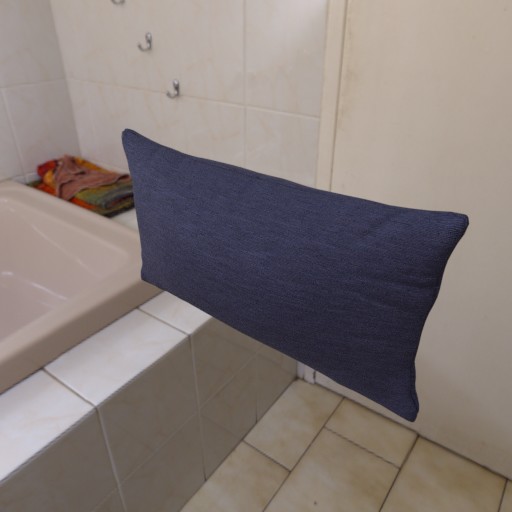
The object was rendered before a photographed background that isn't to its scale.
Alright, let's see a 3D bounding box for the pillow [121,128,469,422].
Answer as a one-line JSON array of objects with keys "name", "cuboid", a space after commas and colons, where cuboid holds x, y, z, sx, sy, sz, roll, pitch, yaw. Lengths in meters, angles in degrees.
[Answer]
[{"name": "pillow", "cuboid": [0.000, 0.000, 0.759, 0.633, 0.338, 0.210, 22, 37, 32]}]
